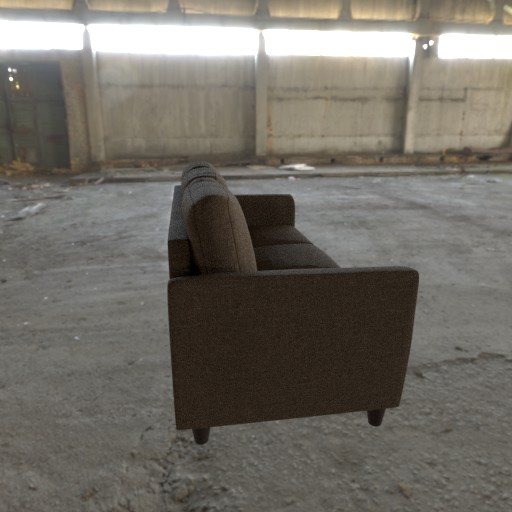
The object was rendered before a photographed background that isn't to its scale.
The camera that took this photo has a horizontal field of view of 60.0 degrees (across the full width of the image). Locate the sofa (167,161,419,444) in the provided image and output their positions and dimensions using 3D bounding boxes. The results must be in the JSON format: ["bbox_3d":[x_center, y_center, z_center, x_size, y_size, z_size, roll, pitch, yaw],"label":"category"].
[{"bbox_3d":[0.000,0.000,2.300,0.837,0.891,1.847,-3,16,-9],"label":"sofa"}]
